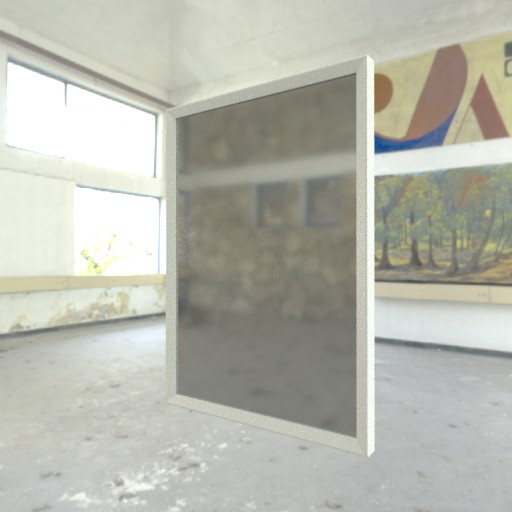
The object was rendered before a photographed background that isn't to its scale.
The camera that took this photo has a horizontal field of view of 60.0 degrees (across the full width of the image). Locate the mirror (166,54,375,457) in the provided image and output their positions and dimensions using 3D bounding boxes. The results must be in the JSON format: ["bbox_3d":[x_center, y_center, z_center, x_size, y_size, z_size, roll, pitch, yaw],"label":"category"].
[{"bbox_3d":[0.000,0.000,0.941,0.507,0.710,0.039,0,0,35],"label":"mirror"}]
